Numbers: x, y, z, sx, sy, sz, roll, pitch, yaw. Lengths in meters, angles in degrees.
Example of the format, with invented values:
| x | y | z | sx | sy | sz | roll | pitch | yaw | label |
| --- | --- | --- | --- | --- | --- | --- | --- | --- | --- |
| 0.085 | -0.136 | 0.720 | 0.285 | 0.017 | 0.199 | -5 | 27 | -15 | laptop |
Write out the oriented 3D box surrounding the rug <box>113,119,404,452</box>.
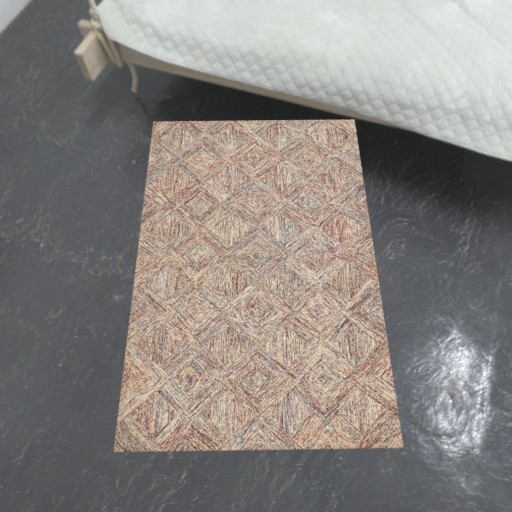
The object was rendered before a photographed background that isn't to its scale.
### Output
| x | y | z | sx | sy | sz | roll | pitch | yaw | label |
| --- | --- | --- | --- | --- | --- | --- | --- | --- | --- |
| 0.000 | 0.000 | 2.840 | 1.523 | 0.019 | 2.285 | -1 | 63 | 0 | rug |
